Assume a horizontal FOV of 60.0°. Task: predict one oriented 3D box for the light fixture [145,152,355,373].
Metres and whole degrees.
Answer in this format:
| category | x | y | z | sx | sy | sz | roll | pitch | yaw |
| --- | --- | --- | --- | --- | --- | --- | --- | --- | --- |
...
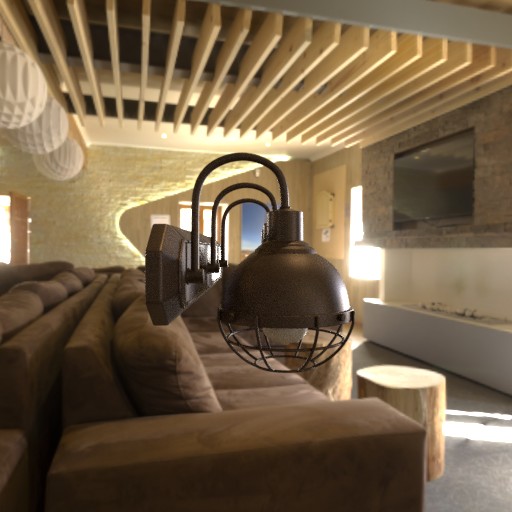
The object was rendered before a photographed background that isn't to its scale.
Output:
| category | x | y | z | sx | sy | sz | roll | pitch | yaw |
| --- | --- | --- | --- | --- | --- | --- | --- | --- | --- |
| light fixture | 0.000 | 0.000 | 0.767 | 0.229 | 0.254 | 0.634 | 0 | 1 | 0 |
